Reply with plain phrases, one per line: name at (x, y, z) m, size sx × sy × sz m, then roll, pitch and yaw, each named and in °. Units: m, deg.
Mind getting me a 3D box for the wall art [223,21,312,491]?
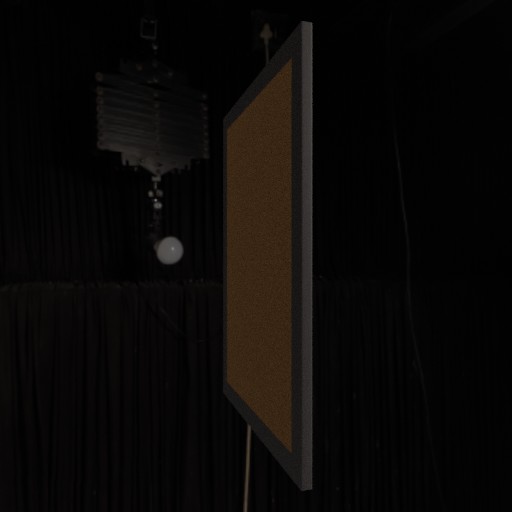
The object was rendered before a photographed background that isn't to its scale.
wall art at (0.000, 0.000, 0.685) m, size 0.013 × 0.534 × 0.380 m, roll 0°, pitch 0°, yaw -18°
